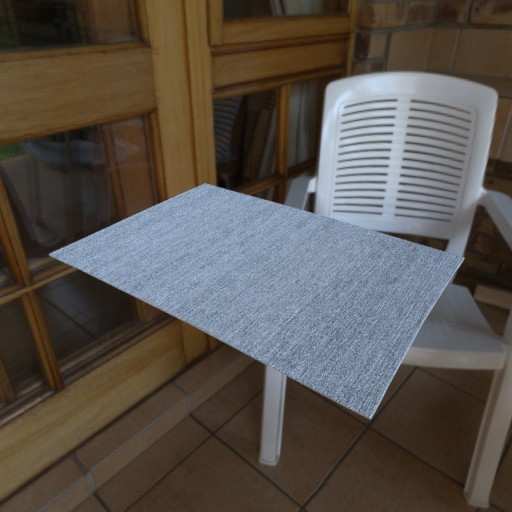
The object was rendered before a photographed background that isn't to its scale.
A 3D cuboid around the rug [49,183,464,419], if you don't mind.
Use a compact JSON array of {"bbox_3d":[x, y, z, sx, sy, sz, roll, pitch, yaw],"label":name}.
[{"bbox_3d":[0.000,0.000,3.006,2.338,0.030,1.616,20,36,30],"label":"rug"}]
